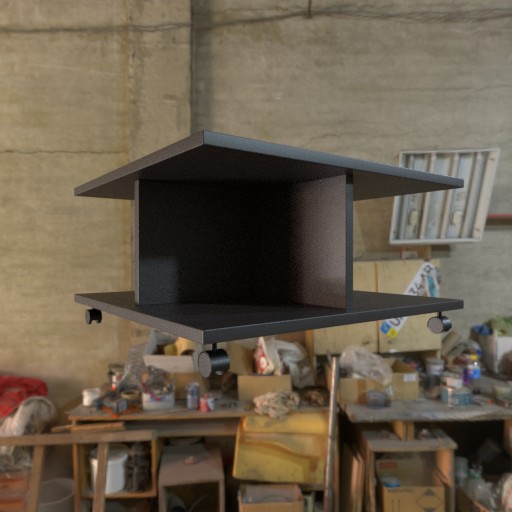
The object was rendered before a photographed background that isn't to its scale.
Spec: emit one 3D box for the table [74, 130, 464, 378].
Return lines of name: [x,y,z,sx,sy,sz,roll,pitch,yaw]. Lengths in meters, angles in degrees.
table: [0.000,0.000,1.216,0.762,0.396,0.762,0,0,-36]
